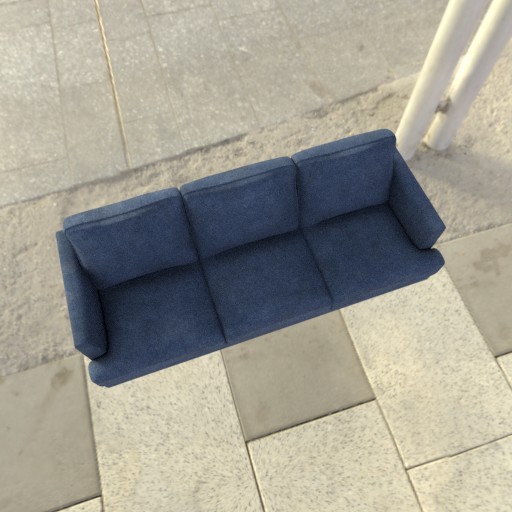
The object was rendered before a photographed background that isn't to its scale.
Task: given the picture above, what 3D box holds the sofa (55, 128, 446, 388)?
[{"bbox_3d":[0.000,0.000,2.786,2.246,0.930,0.903,-17,64,-9],"label":"sofa"}]
